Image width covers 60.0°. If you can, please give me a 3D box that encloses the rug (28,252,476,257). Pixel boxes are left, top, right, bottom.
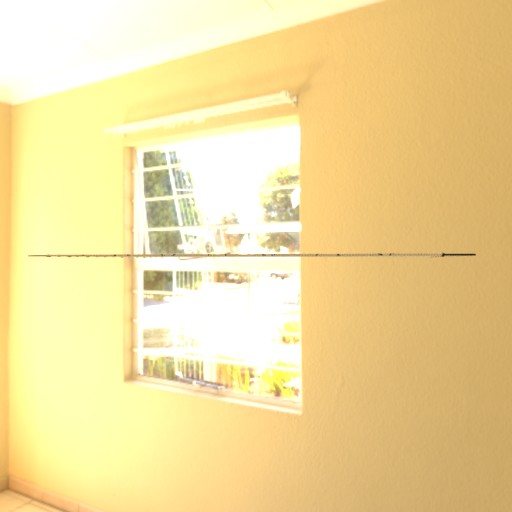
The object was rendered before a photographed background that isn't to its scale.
[{"bbox_3d":[0.000,0.000,3.244,2.755,0.021,1.524,0,0,19],"label":"rug"}]
